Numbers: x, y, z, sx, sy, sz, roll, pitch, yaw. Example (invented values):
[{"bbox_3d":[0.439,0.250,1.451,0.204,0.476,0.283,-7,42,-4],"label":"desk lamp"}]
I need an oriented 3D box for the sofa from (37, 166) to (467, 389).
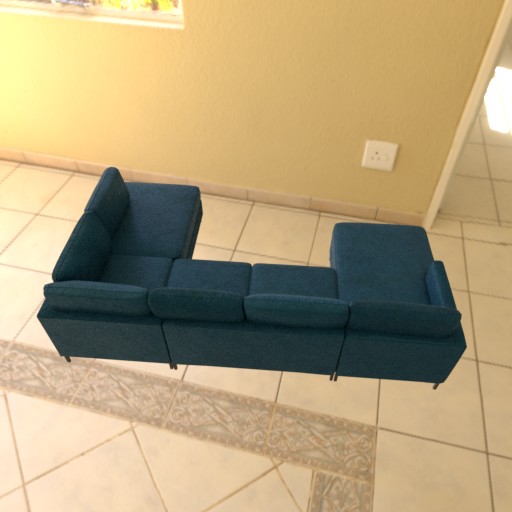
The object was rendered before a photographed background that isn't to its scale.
[{"bbox_3d":[0.000,0.000,4.324,3.434,0.992,2.055,3,47,3],"label":"sofa"}]
